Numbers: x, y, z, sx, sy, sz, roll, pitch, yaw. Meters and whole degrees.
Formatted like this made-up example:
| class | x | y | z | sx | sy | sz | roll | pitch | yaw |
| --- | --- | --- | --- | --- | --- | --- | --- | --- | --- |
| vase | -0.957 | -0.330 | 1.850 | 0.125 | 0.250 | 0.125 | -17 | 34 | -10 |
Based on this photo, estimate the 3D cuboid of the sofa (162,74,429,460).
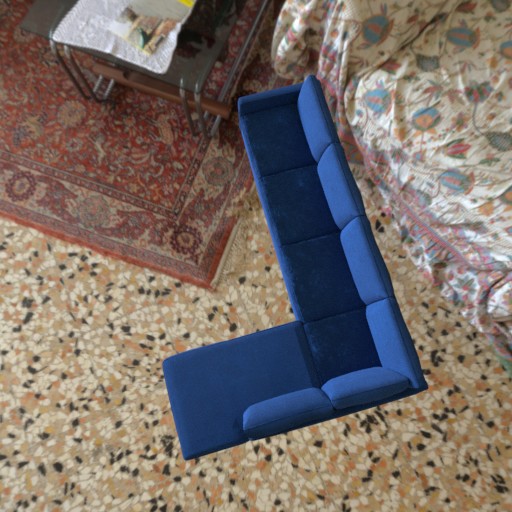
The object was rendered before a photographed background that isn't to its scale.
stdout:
| class | x | y | z | sx | sy | sz | roll | pitch | yaw |
| --- | --- | --- | --- | --- | --- | --- | --- | --- | --- |
| sofa | 0.000 | 0.000 | 3.301 | 1.707 | 0.687 | 2.486 | -15 | 76 | -4 |
